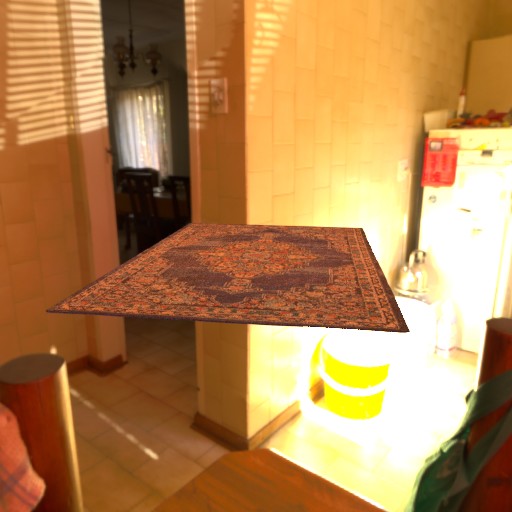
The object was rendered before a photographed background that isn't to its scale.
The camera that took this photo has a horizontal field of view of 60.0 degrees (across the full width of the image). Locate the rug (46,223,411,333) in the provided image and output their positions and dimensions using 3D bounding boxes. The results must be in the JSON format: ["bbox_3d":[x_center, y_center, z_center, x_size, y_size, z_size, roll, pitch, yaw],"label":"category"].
[{"bbox_3d":[0.000,0.000,3.826,2.053,0.011,2.940,2,14,8],"label":"rug"}]
